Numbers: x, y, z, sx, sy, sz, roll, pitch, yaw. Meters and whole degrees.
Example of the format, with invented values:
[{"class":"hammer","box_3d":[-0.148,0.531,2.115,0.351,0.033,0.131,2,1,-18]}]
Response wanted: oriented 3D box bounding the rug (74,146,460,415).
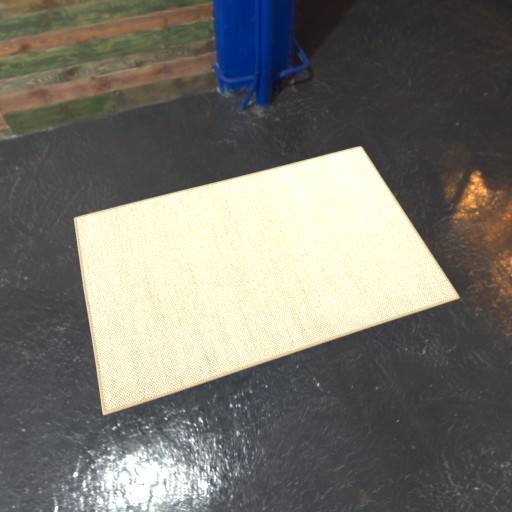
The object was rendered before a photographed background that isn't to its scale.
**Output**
[{"class":"rug","box_3d":[0.000,0.000,2.203,1.667,0.013,1.062,-16,59,-10]}]
